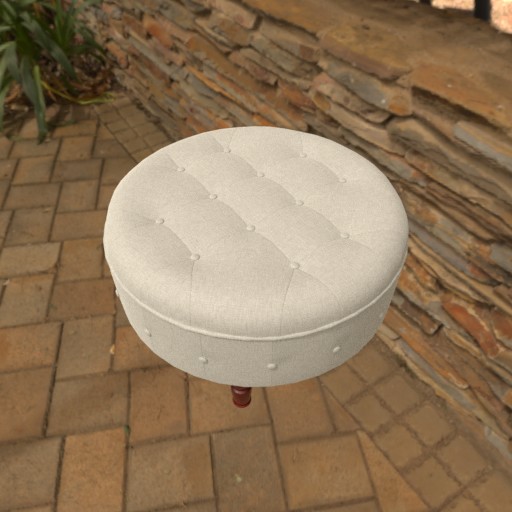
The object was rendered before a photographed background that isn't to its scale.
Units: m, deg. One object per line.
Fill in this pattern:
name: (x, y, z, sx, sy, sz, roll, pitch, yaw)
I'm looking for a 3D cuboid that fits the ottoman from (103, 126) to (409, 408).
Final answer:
ottoman: (0.000, 0.000, 1.384, 0.850, 0.483, 0.850, 0, 45, 0)
